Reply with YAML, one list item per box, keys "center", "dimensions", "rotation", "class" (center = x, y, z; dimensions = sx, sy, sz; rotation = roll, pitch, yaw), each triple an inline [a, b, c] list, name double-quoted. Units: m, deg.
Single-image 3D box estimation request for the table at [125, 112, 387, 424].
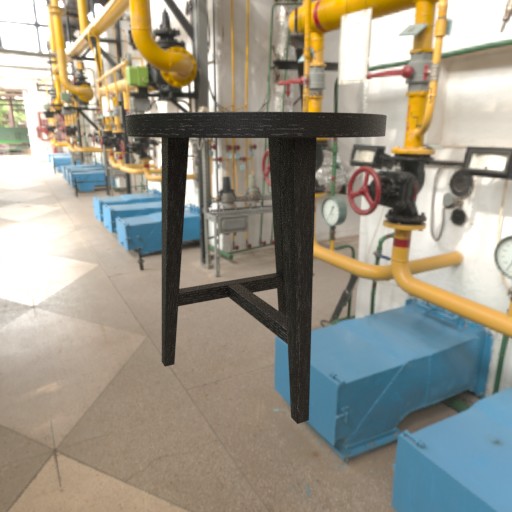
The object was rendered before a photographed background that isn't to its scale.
- center: [0.000, 0.000, 0.766]
  dimensions: [0.399, 0.460, 0.399]
  rotation: [0, 16, 0]
  class: "table"
